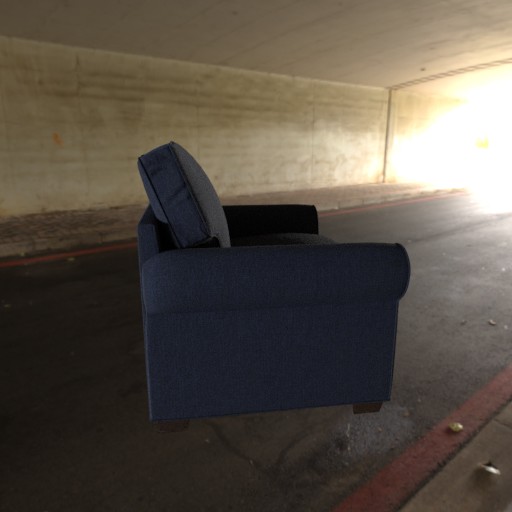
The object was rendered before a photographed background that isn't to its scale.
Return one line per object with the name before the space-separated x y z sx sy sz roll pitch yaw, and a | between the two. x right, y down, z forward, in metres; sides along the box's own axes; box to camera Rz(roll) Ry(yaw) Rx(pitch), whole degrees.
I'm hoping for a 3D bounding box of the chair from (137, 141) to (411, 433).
chair | 0.000 0.000 2.087 0.963 1.044 1.285 -2 14 -9
